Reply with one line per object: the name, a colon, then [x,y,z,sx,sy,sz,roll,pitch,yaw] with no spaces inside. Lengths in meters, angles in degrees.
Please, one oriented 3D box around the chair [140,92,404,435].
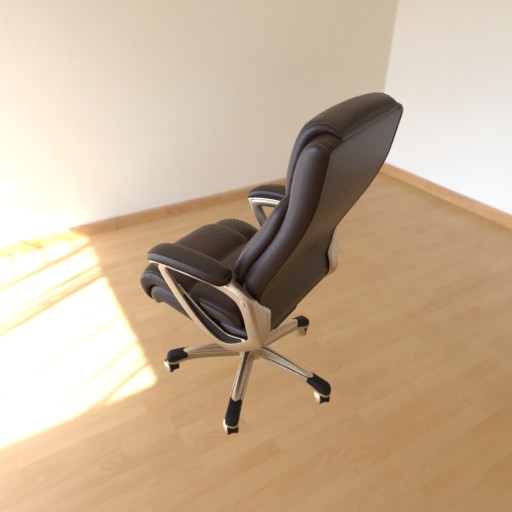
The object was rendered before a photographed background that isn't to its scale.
chair: [0.000,0.000,1.623,0.749,1.194,0.692,20,38,29]
